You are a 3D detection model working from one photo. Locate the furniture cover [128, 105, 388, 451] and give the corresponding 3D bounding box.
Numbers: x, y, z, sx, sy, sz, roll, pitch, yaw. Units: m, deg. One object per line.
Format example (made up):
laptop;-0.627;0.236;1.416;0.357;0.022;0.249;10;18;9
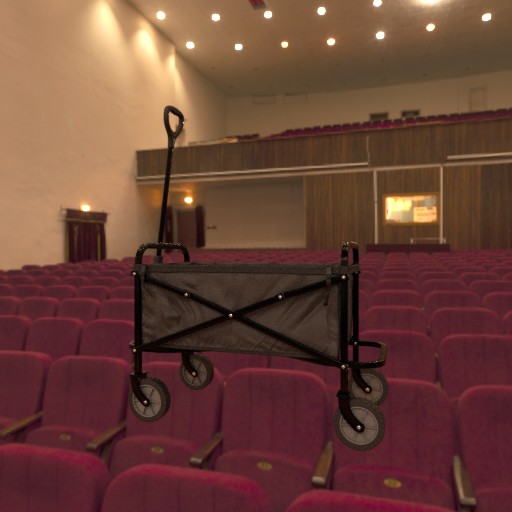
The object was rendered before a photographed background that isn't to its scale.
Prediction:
furniture cover;0.000;0.000;1.828;1.038;1.295;0.532;0;0;18
